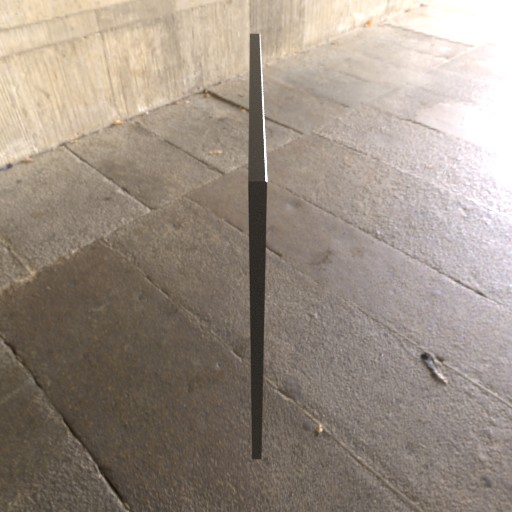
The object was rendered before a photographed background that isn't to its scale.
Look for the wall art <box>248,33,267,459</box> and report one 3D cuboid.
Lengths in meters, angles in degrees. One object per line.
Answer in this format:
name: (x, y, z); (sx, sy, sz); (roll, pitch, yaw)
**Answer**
wall art: (0.000, 0.000, 1.337); (0.030, 1.027, 0.774); (0, 42, 0)
